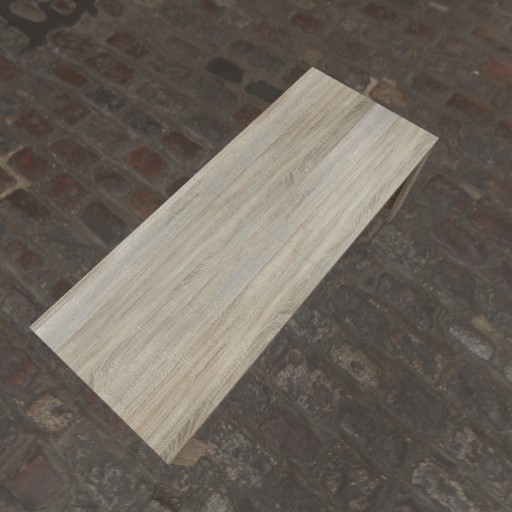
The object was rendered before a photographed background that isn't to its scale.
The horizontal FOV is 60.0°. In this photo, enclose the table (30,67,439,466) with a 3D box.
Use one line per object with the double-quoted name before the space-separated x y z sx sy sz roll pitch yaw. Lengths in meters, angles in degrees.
"table" 0.000 0.000 2.649 0.900 0.790 2.200 37 69 16
